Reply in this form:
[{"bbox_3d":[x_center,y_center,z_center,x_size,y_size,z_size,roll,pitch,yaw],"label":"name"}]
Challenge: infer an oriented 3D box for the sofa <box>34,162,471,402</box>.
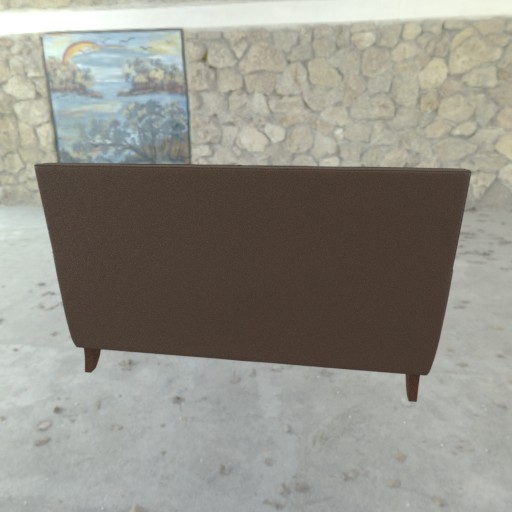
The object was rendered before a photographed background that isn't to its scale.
[{"bbox_3d":[0.000,0.000,1.976,1.468,0.859,0.853,3,16,9],"label":"sofa"}]
